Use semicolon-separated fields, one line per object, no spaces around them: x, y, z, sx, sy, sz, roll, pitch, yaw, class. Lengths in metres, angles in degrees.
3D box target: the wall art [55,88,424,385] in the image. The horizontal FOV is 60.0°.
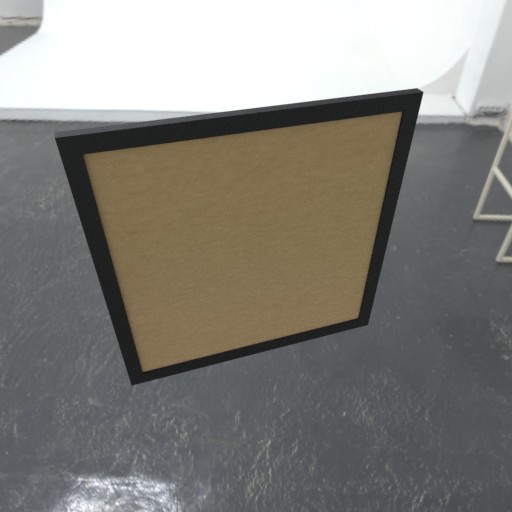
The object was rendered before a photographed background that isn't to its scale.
0.000;0.000;0.531;0.358;0.357;0.012;-11;41;-13;wall art
